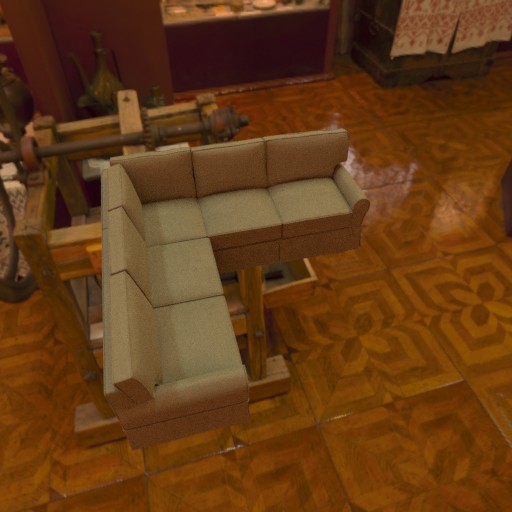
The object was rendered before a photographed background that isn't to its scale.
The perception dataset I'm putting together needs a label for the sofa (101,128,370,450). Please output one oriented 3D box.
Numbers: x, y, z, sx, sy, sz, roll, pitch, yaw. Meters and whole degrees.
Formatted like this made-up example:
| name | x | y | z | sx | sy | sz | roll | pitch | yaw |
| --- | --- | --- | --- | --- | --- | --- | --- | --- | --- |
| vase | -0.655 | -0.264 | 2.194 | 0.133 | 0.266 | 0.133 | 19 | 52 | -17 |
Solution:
| name | x | y | z | sx | sy | sz | roll | pitch | yaw |
| --- | --- | --- | --- | --- | --- | --- | --- | --- | --- |
| sofa | 0.000 | 0.000 | 4.095 | 2.623 | 1.081 | 2.618 | -10 | 46 | -10 |
